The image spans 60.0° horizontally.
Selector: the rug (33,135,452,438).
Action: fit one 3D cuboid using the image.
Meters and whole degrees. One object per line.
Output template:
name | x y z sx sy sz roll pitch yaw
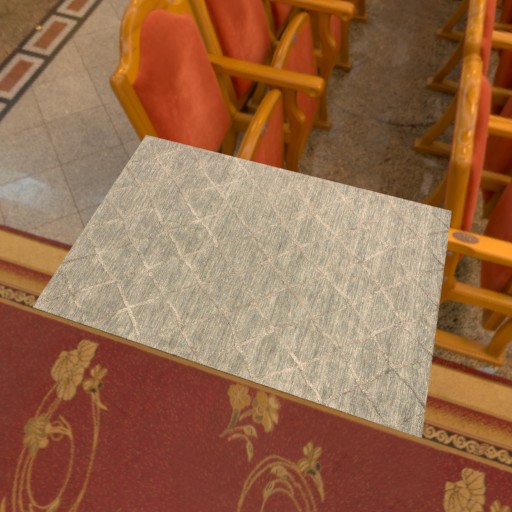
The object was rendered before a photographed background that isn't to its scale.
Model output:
rug | 0.000 0.000 2.817 2.283 0.006 1.521 16 60 10
